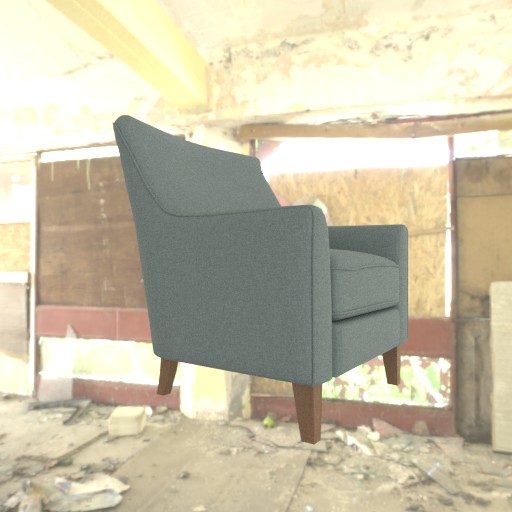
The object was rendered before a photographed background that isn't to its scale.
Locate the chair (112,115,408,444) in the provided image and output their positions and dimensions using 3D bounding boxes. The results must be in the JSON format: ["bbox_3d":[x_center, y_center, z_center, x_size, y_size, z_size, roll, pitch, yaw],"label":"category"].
[{"bbox_3d":[0.000,0.000,1.565,0.879,0.916,0.756,0,-1,35],"label":"chair"}]
